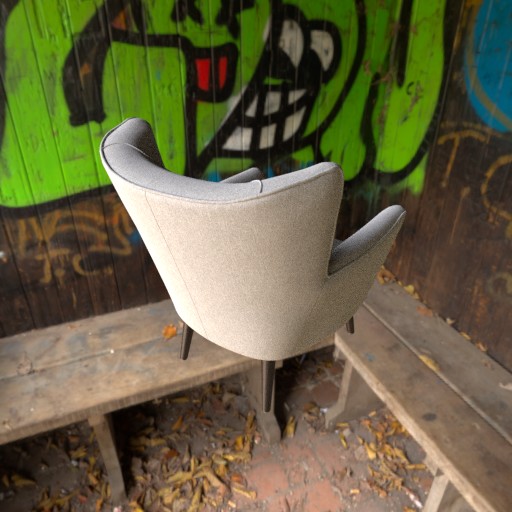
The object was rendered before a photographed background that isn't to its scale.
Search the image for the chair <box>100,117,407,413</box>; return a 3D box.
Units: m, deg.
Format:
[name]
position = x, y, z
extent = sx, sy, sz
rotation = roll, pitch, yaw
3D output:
[chair]
position = 0.000, 0.000, 1.595
extent = 0.781, 0.933, 0.888
rotation = 22, 37, 33
